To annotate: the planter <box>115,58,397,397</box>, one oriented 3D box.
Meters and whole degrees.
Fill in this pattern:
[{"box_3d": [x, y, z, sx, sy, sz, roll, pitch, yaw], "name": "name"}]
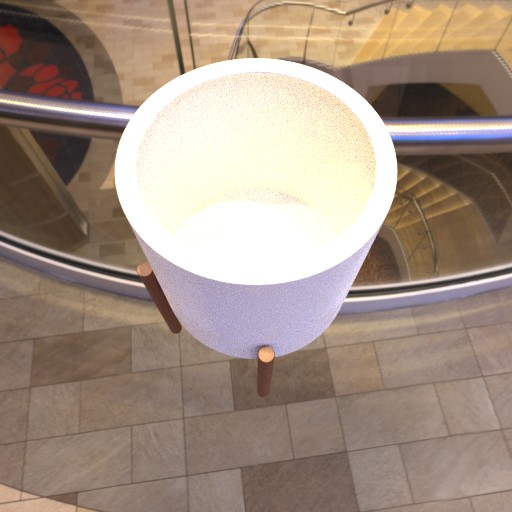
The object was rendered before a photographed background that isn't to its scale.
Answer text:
[{"box_3d": [0.000, 0.000, 0.959, 0.417, 0.670, 0.417, 33, 68, 15], "name": "planter"}]
